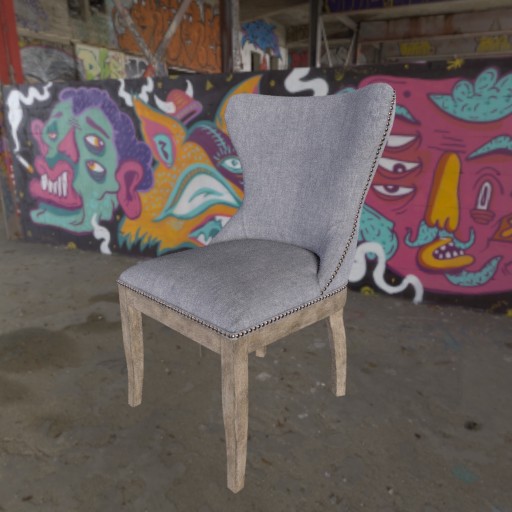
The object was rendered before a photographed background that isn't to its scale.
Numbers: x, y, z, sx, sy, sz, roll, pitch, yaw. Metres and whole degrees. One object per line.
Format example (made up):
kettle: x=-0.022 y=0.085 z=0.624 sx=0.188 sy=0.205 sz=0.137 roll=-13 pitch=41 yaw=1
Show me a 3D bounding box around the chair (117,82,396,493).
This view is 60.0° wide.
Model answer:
chair: x=0.000 y=0.000 z=1.385 sx=0.681 sy=1.002 sz=0.654 roll=-15 pitch=22 yaw=-42
